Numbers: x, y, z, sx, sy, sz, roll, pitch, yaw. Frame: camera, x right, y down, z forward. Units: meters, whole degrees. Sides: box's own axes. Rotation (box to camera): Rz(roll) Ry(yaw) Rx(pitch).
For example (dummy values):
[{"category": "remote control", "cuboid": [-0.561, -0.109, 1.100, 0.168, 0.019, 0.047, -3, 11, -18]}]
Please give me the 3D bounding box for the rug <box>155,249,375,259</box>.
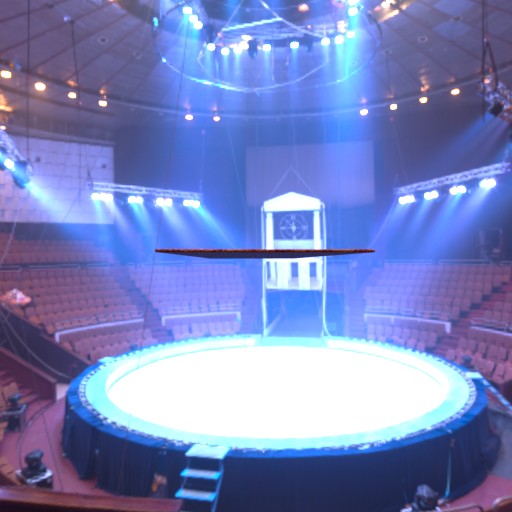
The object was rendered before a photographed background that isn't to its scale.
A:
[{"category": "rug", "cuboid": [0.000, 0.000, 2.715, 0.750, 0.011, 2.435, 0, -1, -2]}]
